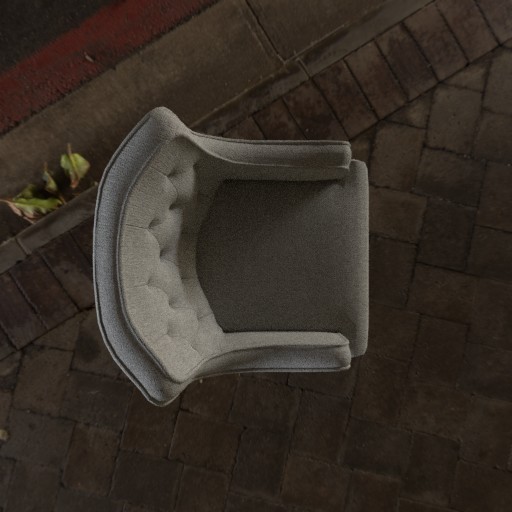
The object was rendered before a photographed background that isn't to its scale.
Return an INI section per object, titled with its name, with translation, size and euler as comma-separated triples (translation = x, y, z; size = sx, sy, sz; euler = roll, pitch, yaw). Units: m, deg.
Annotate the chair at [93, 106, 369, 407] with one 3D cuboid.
[chair]
translation = 0.000, 0.000, 1.628
size = 0.910, 0.920, 0.820
euler = 0, 90, -1
